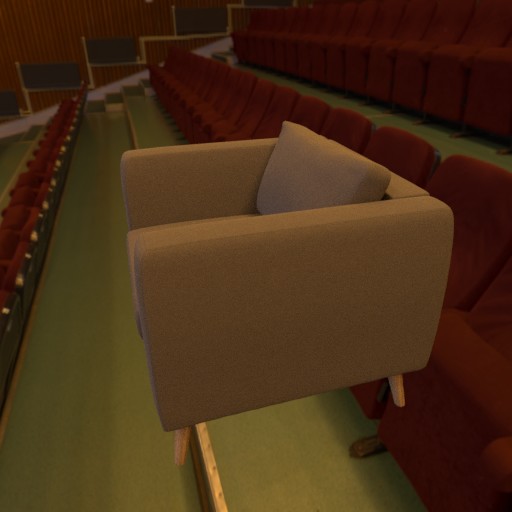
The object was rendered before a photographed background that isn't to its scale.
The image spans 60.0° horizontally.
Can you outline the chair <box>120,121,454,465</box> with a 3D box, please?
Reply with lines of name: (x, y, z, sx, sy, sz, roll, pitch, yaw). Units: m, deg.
chair: (0.000, 0.000, 1.678, 0.930, 0.860, 1.000, -8, 30, -15)
